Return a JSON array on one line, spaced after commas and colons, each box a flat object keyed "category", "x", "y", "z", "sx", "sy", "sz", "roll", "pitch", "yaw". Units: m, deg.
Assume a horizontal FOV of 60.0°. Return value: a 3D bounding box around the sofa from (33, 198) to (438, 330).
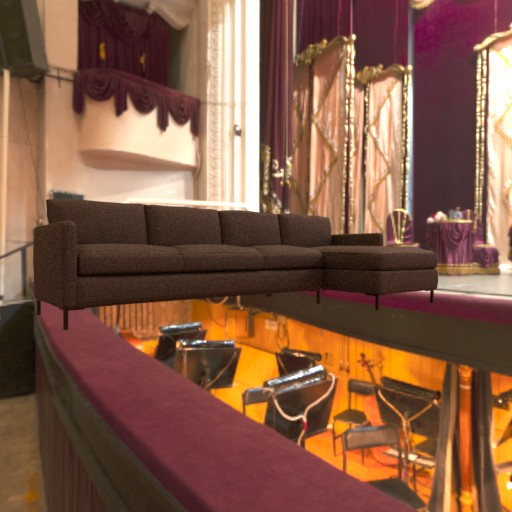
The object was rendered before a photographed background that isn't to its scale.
[{"category": "sofa", "x": 0.000, "y": 0.000, "z": 3.759, "sx": 3.221, "sy": 0.892, "sz": 1.483, "roll": -1, "pitch": 1, "yaw": -37}]
